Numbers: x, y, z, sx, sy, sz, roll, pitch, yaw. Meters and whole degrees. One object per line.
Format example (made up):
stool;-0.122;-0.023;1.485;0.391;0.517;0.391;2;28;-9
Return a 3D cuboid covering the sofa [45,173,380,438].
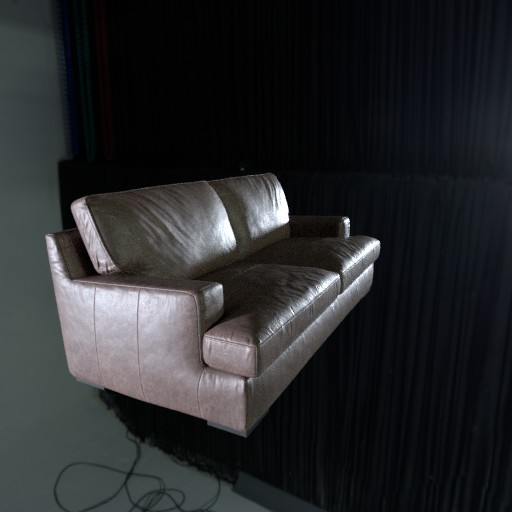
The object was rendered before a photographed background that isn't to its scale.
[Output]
sofa;0.000;0.000;2.845;1.143;0.941;2.261;7;16;26
